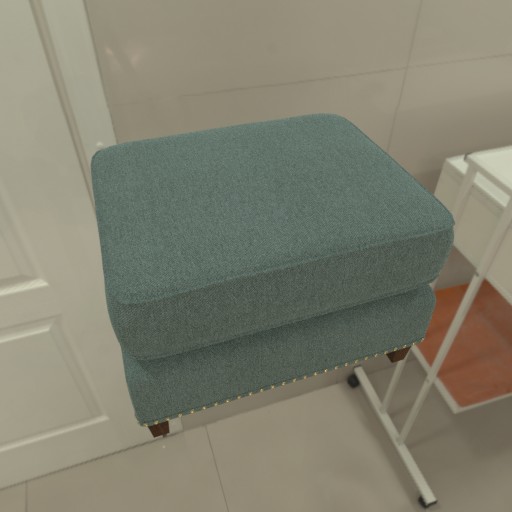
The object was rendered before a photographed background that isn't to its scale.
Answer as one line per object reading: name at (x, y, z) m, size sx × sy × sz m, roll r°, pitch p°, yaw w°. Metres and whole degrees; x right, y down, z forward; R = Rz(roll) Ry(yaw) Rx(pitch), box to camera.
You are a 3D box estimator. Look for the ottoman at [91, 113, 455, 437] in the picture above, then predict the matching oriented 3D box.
ottoman at (0.000, 0.000, 1.143) m, size 0.738 × 0.537 × 0.589 m, roll -13°, pitch 44°, yaw -14°
